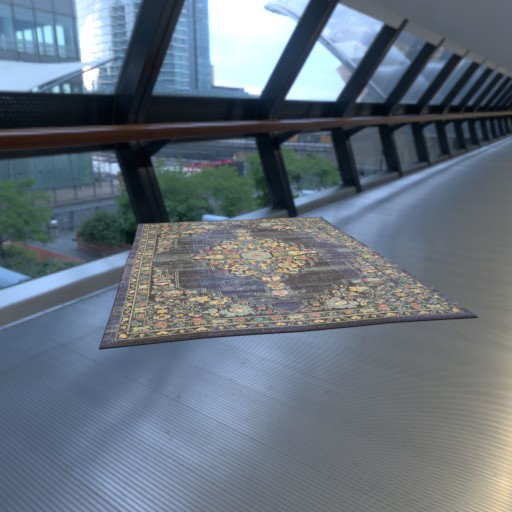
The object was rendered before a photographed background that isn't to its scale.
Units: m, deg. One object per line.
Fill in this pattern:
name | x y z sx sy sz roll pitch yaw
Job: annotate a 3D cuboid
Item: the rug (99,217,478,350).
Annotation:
rug | 0.000 0.000 4.762 2.716 0.035 3.612 -3 17 -10
